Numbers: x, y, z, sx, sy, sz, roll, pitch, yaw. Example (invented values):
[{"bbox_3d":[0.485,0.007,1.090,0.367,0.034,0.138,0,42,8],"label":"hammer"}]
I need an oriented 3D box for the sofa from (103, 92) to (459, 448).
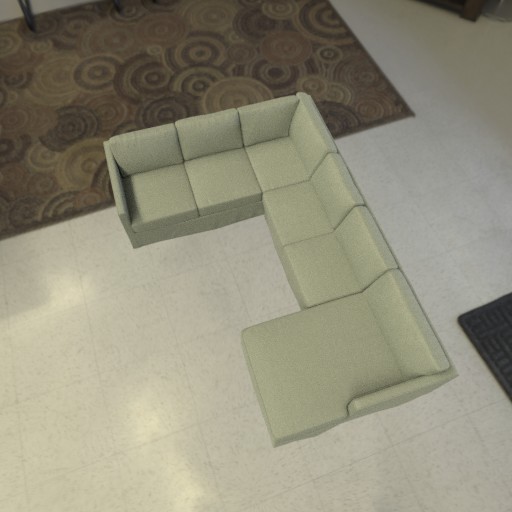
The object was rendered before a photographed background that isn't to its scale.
[{"bbox_3d":[0.000,0.000,4.443,2.427,0.882,3.460,-16,63,-8],"label":"sofa"}]
